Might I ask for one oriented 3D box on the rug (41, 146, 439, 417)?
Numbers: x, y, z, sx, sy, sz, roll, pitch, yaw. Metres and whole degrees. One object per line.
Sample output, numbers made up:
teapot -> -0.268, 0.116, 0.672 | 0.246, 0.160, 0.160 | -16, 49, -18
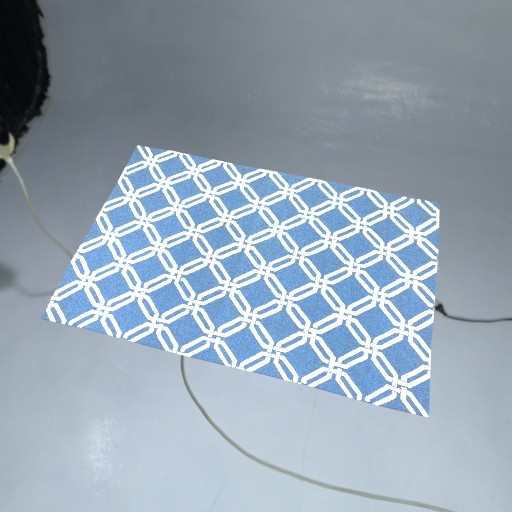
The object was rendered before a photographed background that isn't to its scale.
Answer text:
rug -> 0.000, 0.000, 2.205 | 1.755, 0.010, 1.153 | 12, 59, 8
